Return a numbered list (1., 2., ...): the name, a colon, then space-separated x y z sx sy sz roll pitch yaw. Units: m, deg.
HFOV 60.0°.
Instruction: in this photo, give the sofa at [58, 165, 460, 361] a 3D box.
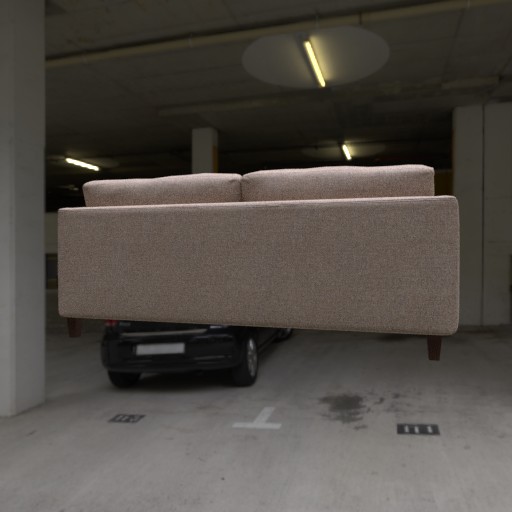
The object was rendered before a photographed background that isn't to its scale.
1. sofa: 0.000 0.000 2.759 2.208 0.965 0.951 0 1 16
